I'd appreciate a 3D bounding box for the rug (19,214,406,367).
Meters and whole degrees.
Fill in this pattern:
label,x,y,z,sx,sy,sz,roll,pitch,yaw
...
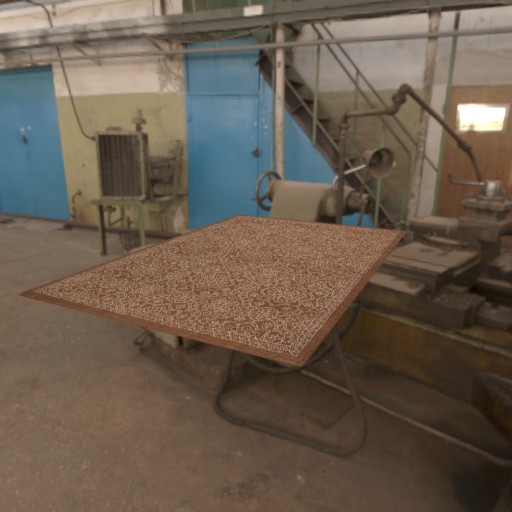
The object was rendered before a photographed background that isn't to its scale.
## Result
label,x,y,z,sx,sy,sz,roll,pitch,yaw
rug,0.000,0.000,2.297,1.219,0.010,1.829,8,19,26
